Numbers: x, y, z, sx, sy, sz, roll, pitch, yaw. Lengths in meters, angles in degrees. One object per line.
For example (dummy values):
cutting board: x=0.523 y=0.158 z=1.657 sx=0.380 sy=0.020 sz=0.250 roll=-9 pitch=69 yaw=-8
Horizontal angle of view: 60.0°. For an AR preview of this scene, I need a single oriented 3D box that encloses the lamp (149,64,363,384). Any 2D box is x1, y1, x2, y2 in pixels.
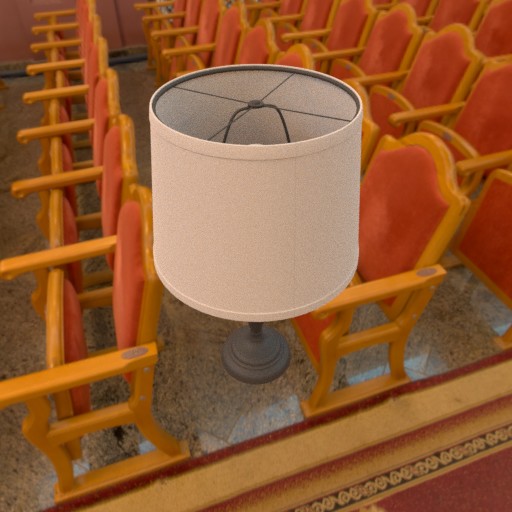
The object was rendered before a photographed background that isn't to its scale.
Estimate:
lamp: x=0.000 y=0.000 z=0.696 sx=0.310 sy=0.501 sz=0.310 roll=0 pitch=41 yaw=0
